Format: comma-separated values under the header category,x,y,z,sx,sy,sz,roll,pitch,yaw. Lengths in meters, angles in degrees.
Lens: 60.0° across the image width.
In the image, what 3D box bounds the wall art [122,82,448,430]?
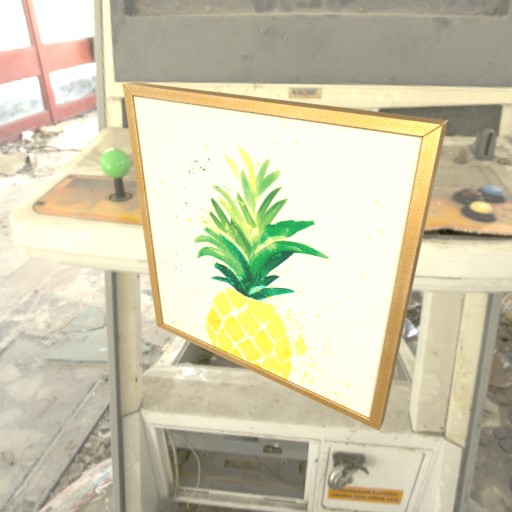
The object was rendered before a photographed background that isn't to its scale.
category,x,y,z,sx,sy,sz,roll,pitch,yaw
wall art,0.000,0.000,1.118,0.762,0.760,0.037,18,35,28
